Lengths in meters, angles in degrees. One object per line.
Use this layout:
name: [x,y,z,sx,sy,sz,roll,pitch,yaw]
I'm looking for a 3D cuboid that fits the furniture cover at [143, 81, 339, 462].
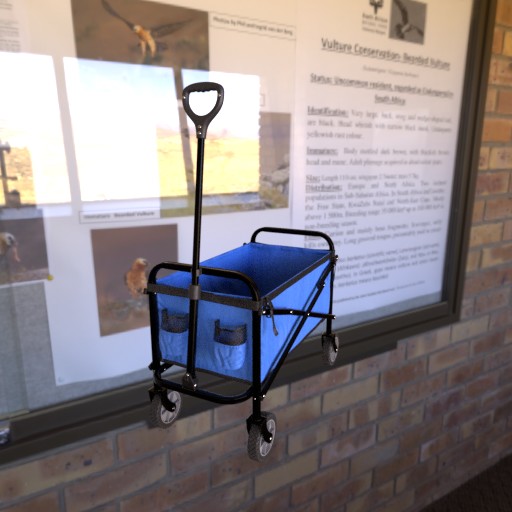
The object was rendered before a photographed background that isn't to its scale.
furniture cover: [0.000,0.000,1.878,0.532,1.295,1.038,7,15,26]
